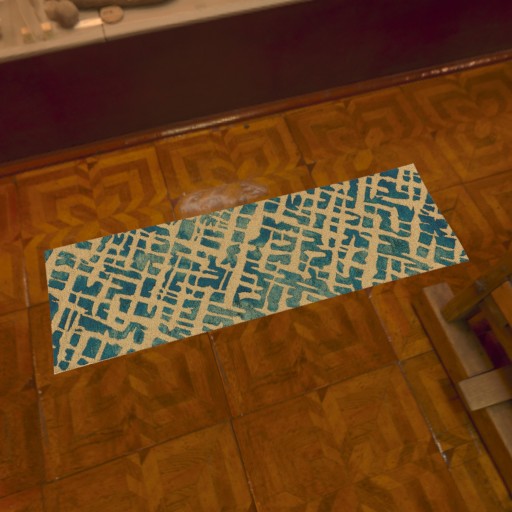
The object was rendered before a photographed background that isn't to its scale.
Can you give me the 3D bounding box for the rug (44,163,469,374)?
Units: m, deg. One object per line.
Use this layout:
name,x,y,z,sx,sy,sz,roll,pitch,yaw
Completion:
rug,0.000,0.000,2.672,2.446,0.011,0.768,-14,64,-7
